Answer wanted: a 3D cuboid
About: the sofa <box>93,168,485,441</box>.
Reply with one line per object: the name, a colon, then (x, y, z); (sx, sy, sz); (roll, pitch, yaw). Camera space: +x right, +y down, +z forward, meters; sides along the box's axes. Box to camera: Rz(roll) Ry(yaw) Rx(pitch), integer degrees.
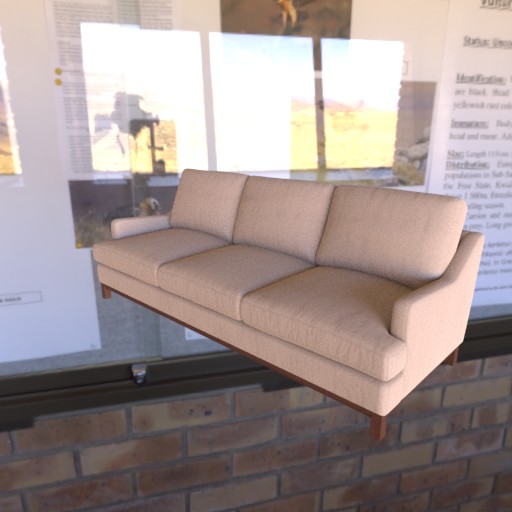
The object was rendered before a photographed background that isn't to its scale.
sofa: (0.000, 0.000, 2.745); (2.321, 0.913, 1.000); (15, 23, 41)
